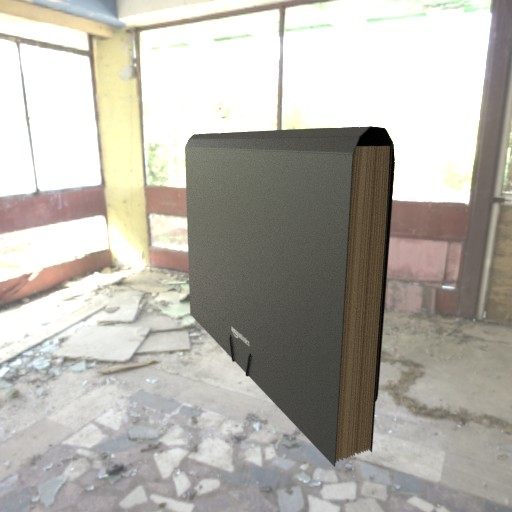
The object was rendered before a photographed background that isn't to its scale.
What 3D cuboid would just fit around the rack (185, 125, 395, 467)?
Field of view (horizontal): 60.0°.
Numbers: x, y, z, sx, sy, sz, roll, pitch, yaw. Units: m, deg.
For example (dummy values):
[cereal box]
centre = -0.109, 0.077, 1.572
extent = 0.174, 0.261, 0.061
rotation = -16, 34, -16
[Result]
[rack]
centre = 0.000, 0.000, 0.445
extent = 0.041, 0.241, 0.330
rotation = -7, 16, -26
